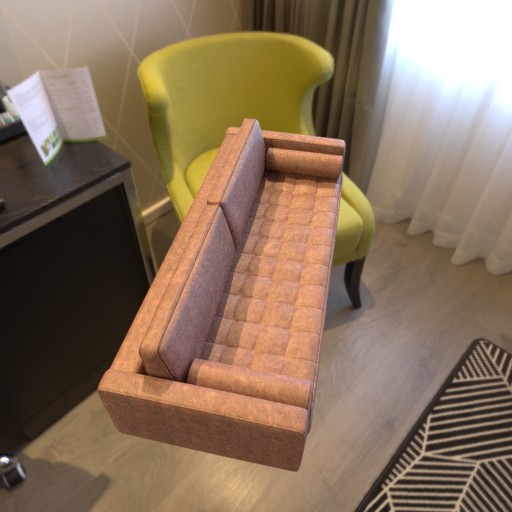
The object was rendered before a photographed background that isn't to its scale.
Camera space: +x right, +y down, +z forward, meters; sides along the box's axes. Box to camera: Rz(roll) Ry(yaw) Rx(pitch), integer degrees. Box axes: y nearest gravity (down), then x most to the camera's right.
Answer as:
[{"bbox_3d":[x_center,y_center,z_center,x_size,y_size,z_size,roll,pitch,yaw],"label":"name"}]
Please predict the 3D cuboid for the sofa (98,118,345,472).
[{"bbox_3d":[0.000,0.000,2.666,0.914,0.762,2.210,9,46,8],"label":"sofa"}]
